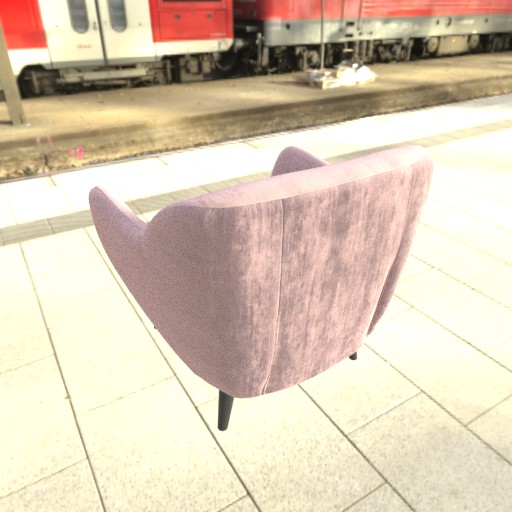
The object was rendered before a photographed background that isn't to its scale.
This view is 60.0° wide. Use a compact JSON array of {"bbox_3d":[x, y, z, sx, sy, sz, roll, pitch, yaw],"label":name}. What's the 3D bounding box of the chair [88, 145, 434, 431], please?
[{"bbox_3d":[0.000,0.000,1.448,0.840,0.820,0.820,-19,35,-28],"label":"chair"}]
